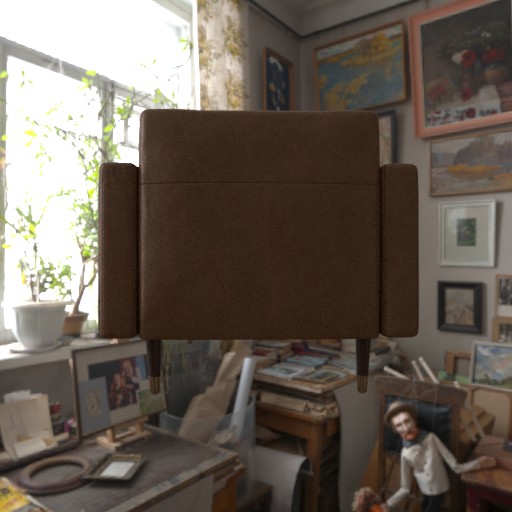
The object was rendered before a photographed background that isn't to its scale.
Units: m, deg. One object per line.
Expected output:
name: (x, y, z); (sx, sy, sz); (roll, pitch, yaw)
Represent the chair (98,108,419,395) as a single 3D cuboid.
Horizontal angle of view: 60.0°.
chair: (0.000, 0.000, 1.703); (0.953, 0.819, 0.998); (0, -1, -1)
